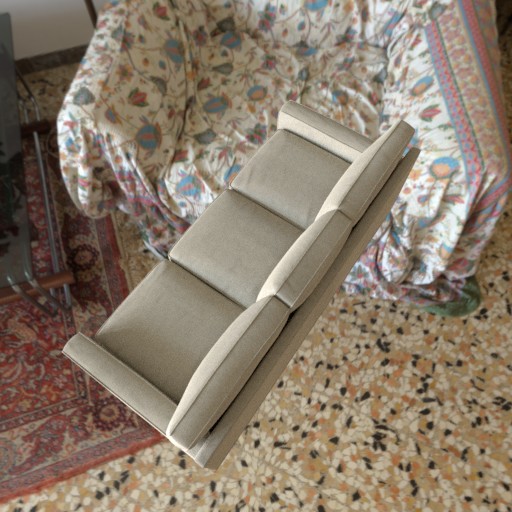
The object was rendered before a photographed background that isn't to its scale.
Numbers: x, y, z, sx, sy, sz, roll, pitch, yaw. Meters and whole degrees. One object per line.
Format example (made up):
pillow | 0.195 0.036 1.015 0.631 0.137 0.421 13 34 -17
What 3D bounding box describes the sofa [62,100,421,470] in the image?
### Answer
sofa | 0.000 0.000 2.568 0.936 0.862 2.093 32 68 15
